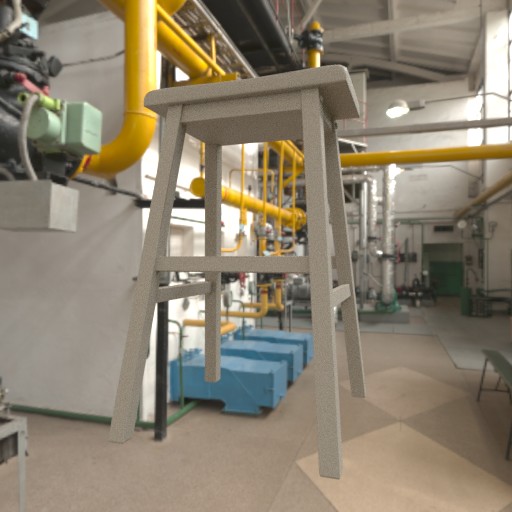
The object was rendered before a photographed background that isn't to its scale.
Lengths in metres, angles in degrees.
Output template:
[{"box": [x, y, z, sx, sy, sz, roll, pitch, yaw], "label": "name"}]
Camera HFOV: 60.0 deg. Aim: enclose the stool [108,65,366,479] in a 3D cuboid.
[{"box": [0.000, 0.000, 1.029, 0.457, 0.737, 0.476, 0, 0, 19], "label": "stool"}]
